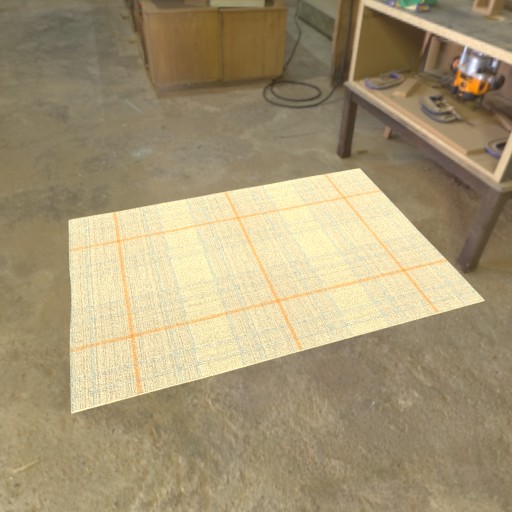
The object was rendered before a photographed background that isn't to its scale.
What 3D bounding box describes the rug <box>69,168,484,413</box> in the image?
[{"bbox_3d":[0.000,0.000,2.272,1.825,0.015,1.232,-12,43,-13],"label":"rug"}]
